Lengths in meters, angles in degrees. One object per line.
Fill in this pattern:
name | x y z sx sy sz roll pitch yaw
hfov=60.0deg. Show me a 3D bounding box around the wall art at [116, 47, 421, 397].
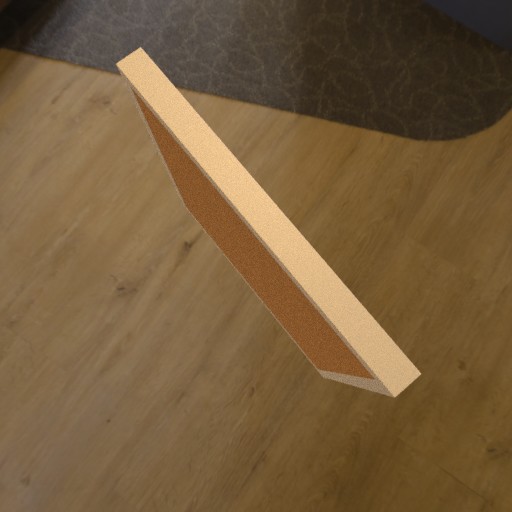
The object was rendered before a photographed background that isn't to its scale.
wall art | 0.000 0.000 0.755 0.038 0.508 0.507 -38 80 -8
